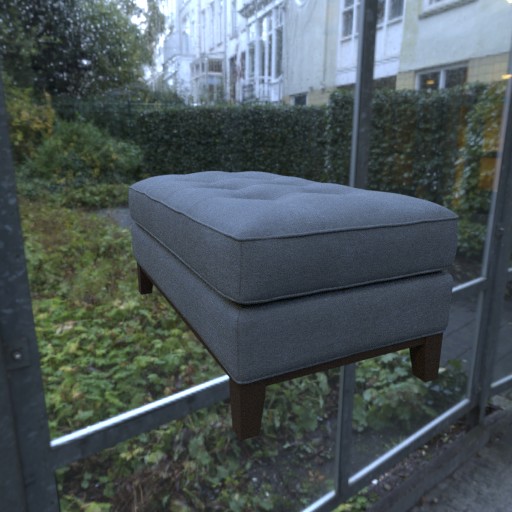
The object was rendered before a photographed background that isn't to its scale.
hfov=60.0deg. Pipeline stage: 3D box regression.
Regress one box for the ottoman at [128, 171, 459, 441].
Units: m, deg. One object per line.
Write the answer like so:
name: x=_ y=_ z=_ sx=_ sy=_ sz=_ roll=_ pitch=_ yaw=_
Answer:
ottoman: x=0.000 y=0.000 z=1.507 sx=0.648 sy=0.514 sz=1.143 roll=-7 pitch=17 yaw=-25
